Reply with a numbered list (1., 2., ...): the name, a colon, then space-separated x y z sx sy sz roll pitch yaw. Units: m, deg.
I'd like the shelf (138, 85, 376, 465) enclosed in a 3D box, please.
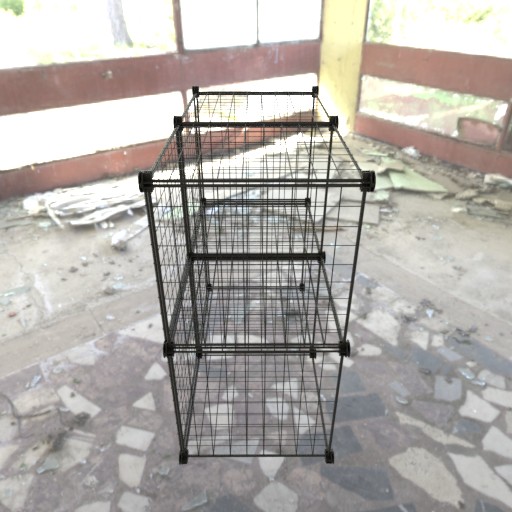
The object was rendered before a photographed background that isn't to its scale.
1. shelf: 0.000 0.000 1.143 0.356 0.711 0.711 0 31 0
